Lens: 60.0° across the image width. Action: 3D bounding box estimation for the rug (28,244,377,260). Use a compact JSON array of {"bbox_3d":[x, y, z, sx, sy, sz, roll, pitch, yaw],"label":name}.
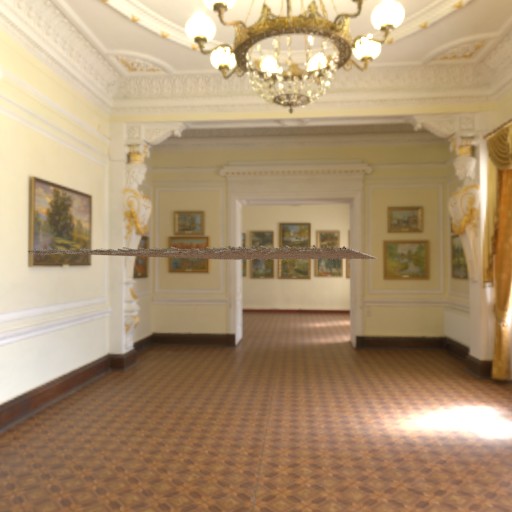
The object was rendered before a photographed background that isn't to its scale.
[{"bbox_3d":[0.000,0.000,3.023,1.495,0.035,2.472,0,-1,18],"label":"rug"}]
